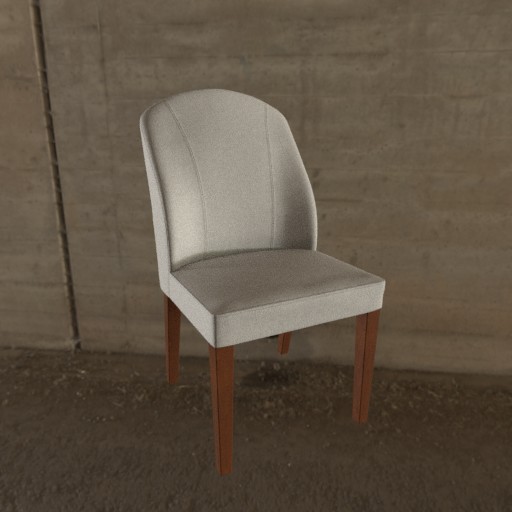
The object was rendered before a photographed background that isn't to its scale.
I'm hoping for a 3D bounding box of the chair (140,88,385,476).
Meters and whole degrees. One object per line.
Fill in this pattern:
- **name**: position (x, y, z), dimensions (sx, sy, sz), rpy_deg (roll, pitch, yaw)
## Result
- **chair**: position (0.000, 0.000, 1.215), dimensions (0.472, 0.893, 0.540), rpy_deg (-8, 19, -26)
